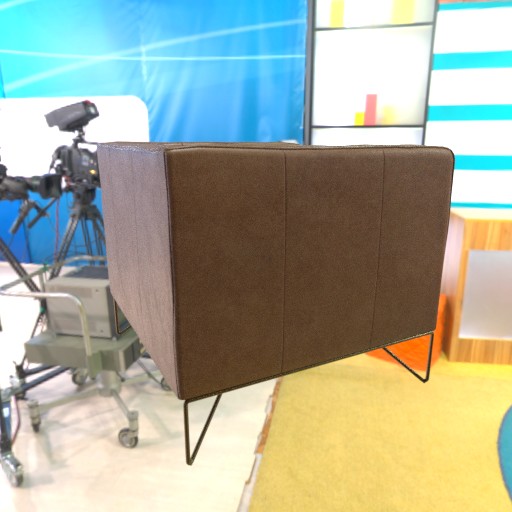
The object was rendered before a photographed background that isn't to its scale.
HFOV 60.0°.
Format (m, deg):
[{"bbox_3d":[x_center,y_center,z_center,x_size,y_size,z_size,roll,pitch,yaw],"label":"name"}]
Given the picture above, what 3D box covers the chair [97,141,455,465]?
[{"bbox_3d":[0.000,0.000,1.597,0.912,0.797,0.920,-8,17,-27],"label":"chair"}]
